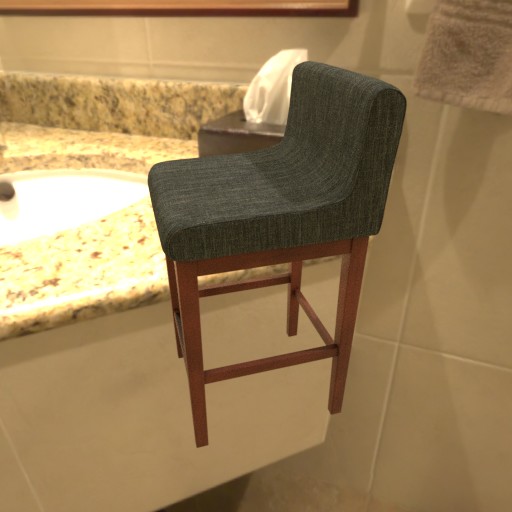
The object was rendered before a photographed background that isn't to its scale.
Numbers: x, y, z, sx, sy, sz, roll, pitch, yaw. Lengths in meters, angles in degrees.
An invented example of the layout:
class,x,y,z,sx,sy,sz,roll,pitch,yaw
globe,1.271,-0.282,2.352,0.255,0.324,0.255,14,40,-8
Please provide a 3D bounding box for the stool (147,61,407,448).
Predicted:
class,x,y,z,sx,sy,sz,roll,pitch,yaw
stool,0.000,0.000,1.082,0.459,0.835,0.395,-8,31,-14
